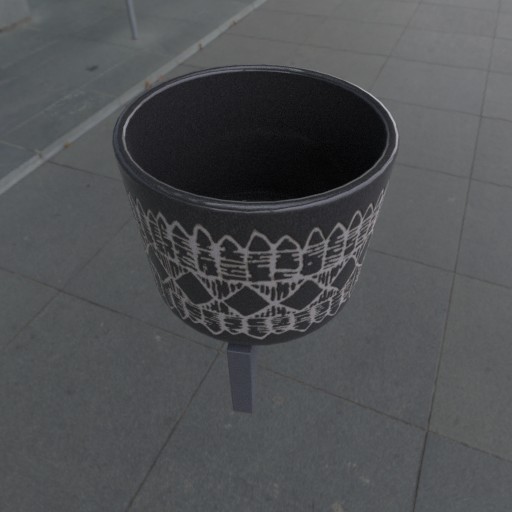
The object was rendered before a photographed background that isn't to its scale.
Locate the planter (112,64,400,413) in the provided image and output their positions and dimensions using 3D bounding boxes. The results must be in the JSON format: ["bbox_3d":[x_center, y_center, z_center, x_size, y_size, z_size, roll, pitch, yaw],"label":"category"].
[{"bbox_3d":[0.000,0.000,0.265,0.129,0.177,0.129,0,45,0],"label":"planter"}]
